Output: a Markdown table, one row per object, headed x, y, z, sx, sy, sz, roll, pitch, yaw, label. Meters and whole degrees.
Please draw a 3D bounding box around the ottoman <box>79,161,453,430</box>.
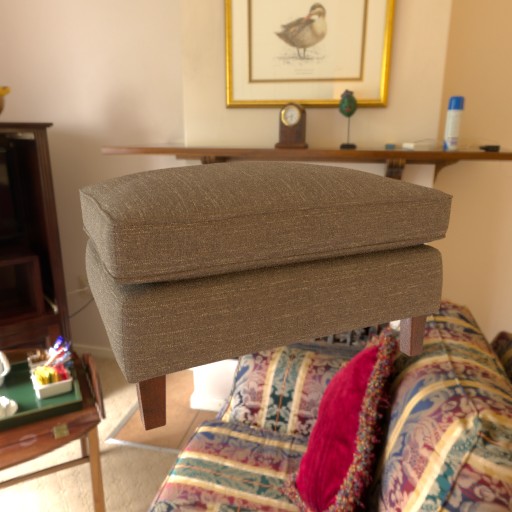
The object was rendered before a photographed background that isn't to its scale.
| x | y | z | sx | sy | sz | roll | pitch | yaw | label |
| --- | --- | --- | --- | --- | --- | --- | --- | --- | --- |
| 0.000 | 0.000 | 0.984 | 0.686 | 0.406 | 0.508 | -7 | 17 | -25 | ottoman |
